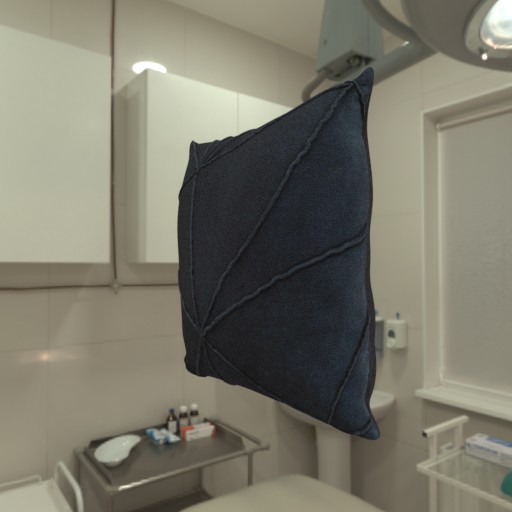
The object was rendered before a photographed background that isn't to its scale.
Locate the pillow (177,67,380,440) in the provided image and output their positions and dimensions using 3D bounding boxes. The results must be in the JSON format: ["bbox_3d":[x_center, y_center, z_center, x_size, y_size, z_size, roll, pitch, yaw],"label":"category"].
[{"bbox_3d":[0.000,0.000,0.673,0.183,0.440,0.439,1,-1,-37],"label":"pillow"}]
